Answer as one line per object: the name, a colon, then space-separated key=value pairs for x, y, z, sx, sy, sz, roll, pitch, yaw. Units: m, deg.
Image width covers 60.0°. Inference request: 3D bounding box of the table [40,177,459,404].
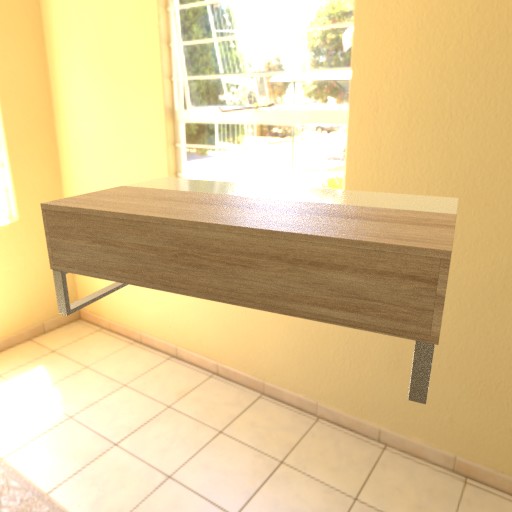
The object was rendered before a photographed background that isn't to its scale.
table: x=0.000 y=0.000 z=1.379 sx=1.100 sy=0.350 sz=0.600 roll=8 pitch=20 yaw=23
